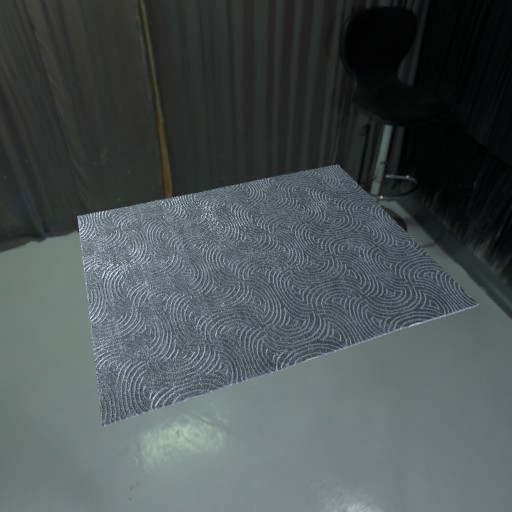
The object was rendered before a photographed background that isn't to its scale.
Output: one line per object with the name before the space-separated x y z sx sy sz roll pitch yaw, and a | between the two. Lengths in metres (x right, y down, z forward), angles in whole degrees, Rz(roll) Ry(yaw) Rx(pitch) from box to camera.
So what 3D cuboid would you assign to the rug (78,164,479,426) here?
rug | 0.000 0.000 4.140 3.042 0.021 2.456 -14 43 -15
